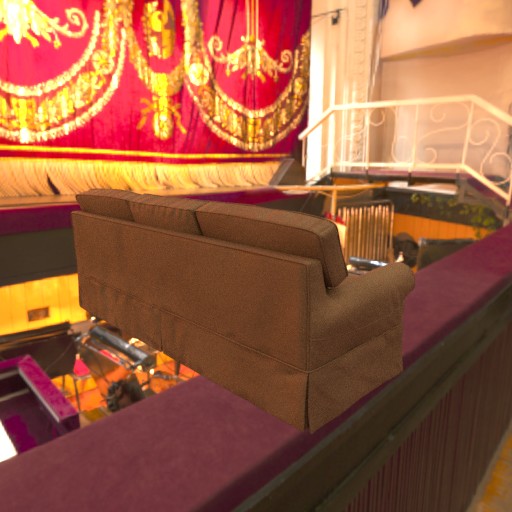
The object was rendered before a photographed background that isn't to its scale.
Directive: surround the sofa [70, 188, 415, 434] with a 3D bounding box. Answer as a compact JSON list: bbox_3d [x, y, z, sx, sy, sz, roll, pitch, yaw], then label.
[{"bbox_3d":[0.000,0.000,3.278,1.733,0.978,2.475,-12,18,-43],"label":"sofa"}]
